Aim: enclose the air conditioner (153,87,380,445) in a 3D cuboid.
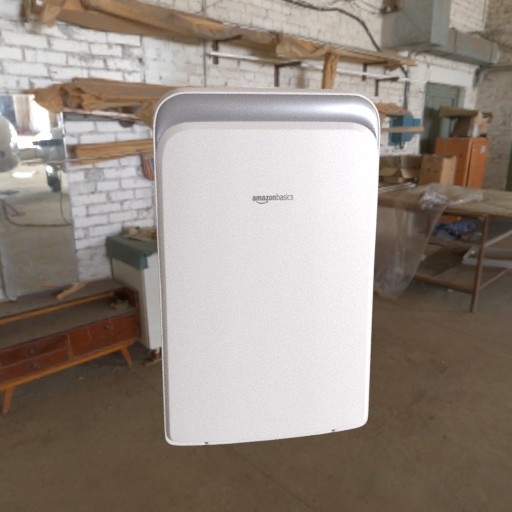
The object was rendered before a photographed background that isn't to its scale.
[{"bbox_3d":[0.000,0.000,1.070,0.478,0.765,0.467,-2,16,-8],"label":"air conditioner"}]
